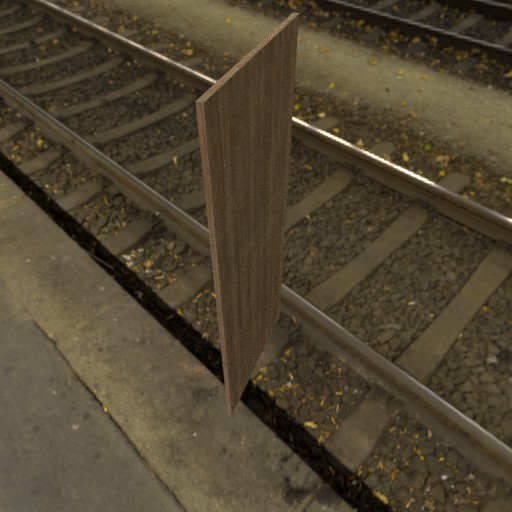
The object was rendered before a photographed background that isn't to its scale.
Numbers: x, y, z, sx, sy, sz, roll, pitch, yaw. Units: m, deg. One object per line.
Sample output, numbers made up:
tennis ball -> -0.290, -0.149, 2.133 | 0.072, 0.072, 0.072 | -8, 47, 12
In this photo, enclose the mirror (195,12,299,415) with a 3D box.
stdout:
mirror -> 0.000, 0.000, 2.249 | 0.025, 2.032, 0.812 | 17, 49, 16
